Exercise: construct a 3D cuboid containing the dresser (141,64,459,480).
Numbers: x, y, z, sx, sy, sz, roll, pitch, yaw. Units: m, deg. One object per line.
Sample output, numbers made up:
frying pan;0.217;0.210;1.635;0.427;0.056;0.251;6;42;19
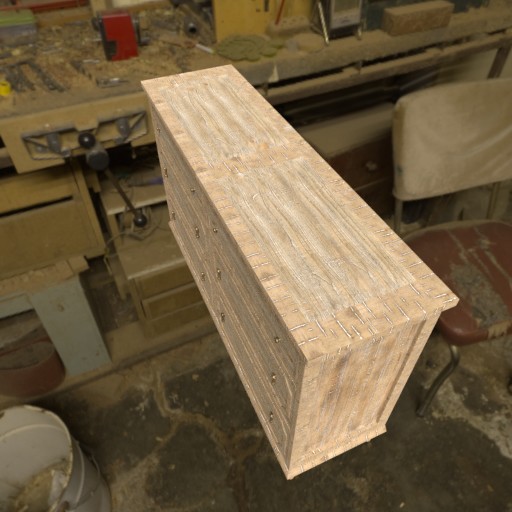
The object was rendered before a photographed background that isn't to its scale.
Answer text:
dresser;0.000;0.000;1.993;0.457;1.016;1.626;-18;49;-16
